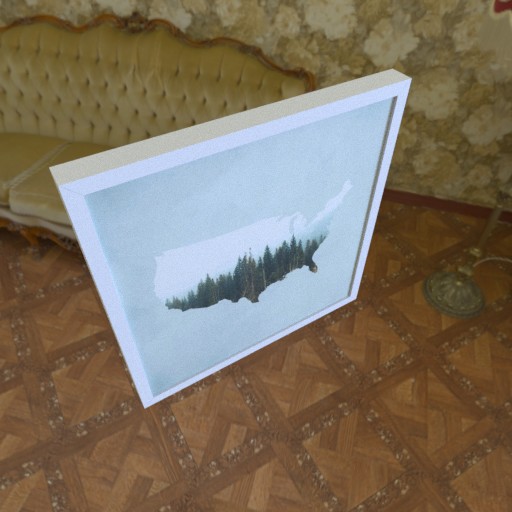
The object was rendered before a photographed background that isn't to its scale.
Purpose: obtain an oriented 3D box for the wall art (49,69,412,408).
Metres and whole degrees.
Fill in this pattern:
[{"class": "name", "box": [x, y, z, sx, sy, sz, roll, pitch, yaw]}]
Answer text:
[{"class": "wall art", "box": [0.000, 0.000, 0.448, 0.304, 0.304, 0.024, -23, 50, -21]}]
